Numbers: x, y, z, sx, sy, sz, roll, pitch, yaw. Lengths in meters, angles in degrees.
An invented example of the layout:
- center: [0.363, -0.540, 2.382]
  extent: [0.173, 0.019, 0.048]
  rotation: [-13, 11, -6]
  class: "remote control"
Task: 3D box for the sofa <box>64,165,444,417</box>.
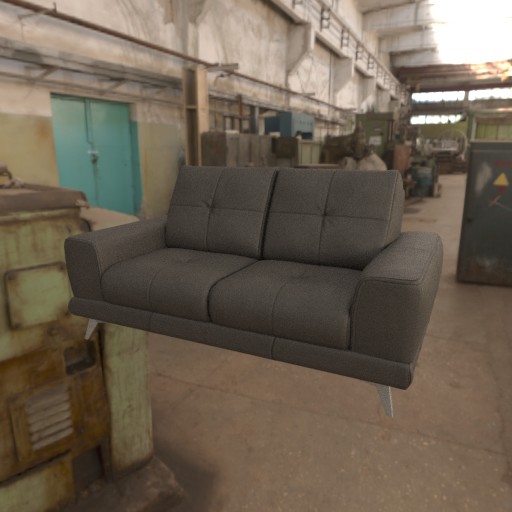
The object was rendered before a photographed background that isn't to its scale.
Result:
- center: [0.000, 0.000, 2.360]
  extent: [1.806, 0.907, 1.018]
  rotation: [7, 16, 25]
  class: "sofa"
